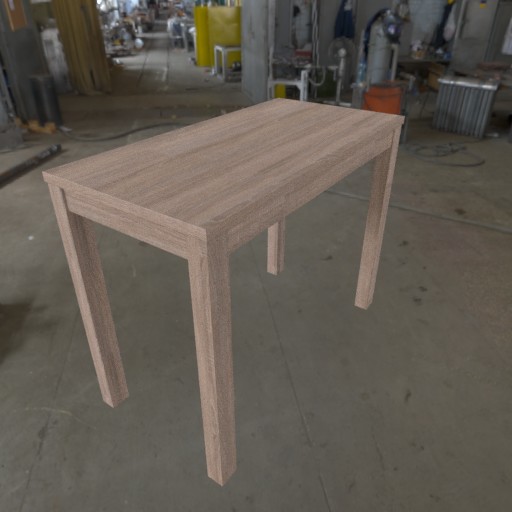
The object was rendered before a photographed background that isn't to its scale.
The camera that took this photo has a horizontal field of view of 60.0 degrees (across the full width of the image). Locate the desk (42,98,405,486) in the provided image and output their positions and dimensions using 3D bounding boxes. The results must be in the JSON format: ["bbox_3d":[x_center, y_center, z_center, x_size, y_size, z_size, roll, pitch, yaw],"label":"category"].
[{"bbox_3d":[0.000,0.000,1.431,0.495,0.762,0.991,20,36,30],"label":"desk"}]
